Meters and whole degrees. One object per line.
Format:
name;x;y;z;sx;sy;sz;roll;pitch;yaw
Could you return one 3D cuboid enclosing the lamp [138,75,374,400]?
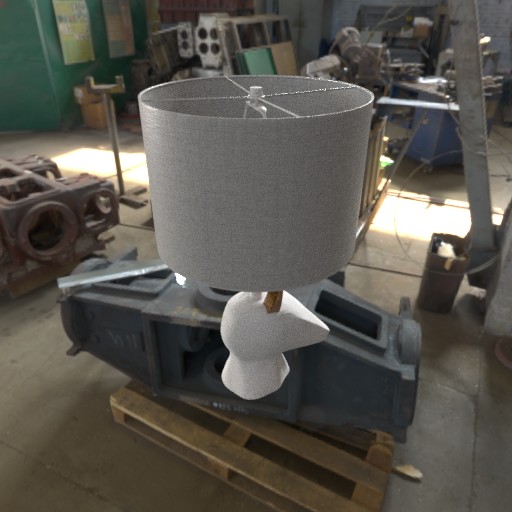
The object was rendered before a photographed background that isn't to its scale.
lamp;0.000;0.000;0.698;0.298;0.503;0.298;-10;32;-16
